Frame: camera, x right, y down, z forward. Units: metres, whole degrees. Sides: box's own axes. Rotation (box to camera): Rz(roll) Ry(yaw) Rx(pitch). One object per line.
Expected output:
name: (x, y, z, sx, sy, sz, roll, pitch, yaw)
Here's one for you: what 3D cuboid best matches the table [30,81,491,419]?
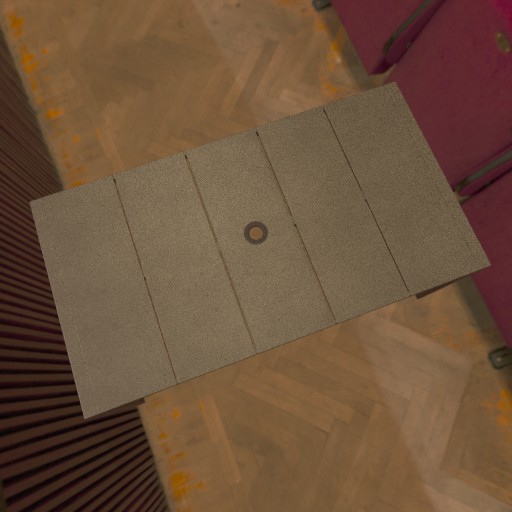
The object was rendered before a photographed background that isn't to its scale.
table: (0.000, 0.000, 2.166, 1.680, 0.735, 0.914, -20, 76, -5)
